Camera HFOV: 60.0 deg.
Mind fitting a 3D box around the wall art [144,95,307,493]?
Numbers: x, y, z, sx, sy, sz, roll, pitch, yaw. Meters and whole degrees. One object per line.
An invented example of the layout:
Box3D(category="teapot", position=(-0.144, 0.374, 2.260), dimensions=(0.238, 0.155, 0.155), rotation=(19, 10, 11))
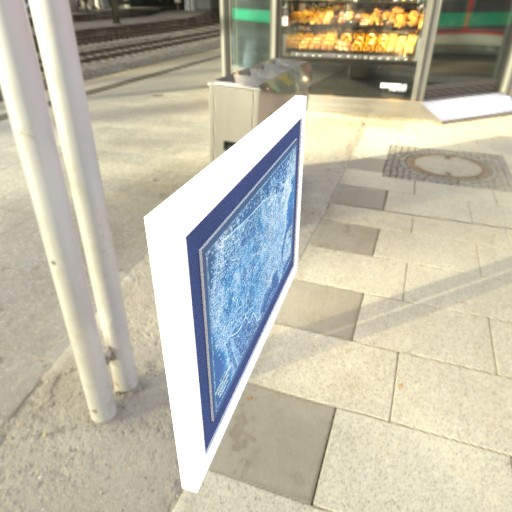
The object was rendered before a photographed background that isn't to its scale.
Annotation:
Box3D(category="wall art", position=(0.000, 0.000, 1.638), dimensions=(0.051, 0.902, 1.308), rotation=(9, 32, 15))
